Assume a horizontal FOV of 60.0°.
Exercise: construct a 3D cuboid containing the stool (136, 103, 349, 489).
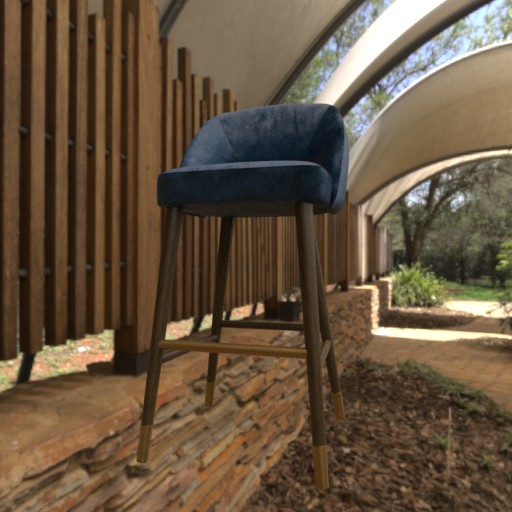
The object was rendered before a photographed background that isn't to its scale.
[{"bbox_3d":[0.000,0.000,1.266,0.514,1.016,0.515,0,0,16],"label":"stool"}]
